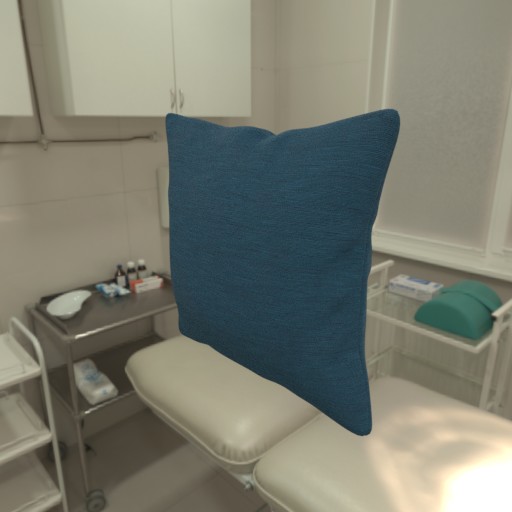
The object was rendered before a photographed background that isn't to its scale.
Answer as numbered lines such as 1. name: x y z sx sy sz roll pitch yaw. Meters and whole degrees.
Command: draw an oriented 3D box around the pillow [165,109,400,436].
1. pillow: 0.000 0.000 0.675 0.177 0.420 0.437 -16 23 -42
